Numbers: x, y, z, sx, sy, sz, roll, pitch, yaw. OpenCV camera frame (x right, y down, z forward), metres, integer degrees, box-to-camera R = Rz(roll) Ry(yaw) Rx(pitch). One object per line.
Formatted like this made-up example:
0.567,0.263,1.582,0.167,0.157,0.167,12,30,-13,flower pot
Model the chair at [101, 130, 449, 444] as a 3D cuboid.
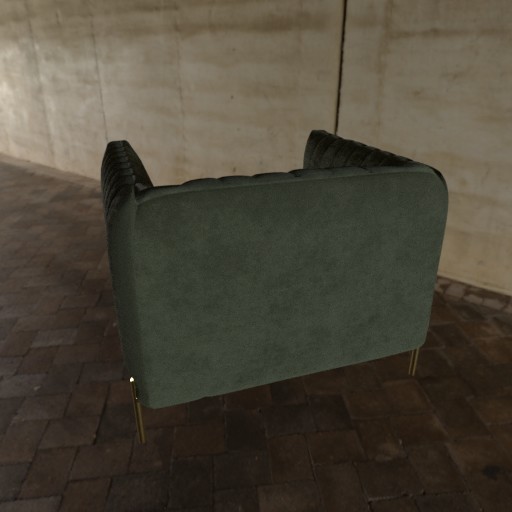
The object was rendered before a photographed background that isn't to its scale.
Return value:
0.000,0.000,1.657,1.032,0.794,0.877,-8,25,-17,chair
